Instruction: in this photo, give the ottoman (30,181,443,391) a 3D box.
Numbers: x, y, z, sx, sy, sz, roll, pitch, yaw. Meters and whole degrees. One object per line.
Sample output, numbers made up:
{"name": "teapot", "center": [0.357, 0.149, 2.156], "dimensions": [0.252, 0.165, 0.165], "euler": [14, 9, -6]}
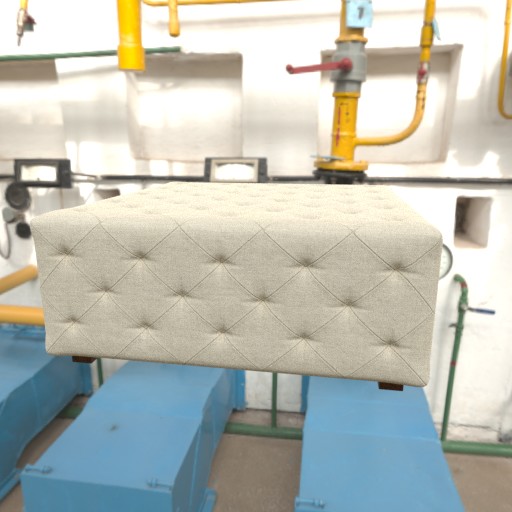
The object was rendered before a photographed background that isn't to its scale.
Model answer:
{"name": "ottoman", "center": [0.000, 0.000, 1.589], "dimensions": [1.028, 0.439, 1.028], "euler": [2, 15, 9]}
